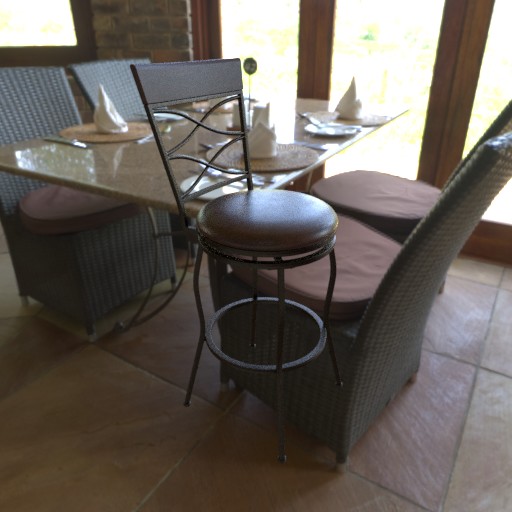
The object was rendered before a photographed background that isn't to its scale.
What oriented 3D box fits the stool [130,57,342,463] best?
[{"bbox_3d":[0.000,0.000,1.415,0.513,1.130,0.448,18,32,31],"label":"stool"}]
